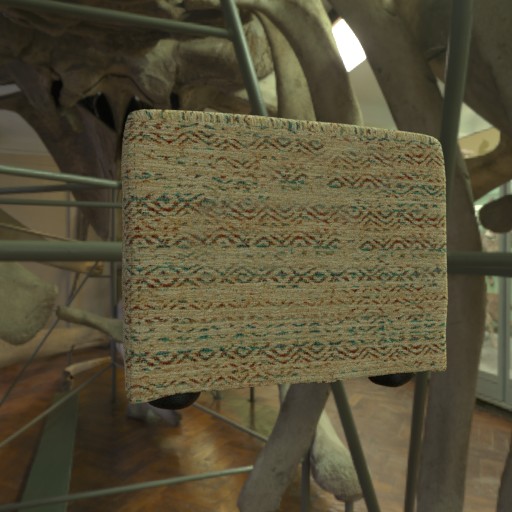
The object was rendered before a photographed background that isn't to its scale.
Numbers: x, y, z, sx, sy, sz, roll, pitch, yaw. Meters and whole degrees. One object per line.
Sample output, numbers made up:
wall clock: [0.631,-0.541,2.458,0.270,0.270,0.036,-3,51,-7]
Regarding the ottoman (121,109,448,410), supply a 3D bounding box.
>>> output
ottoman: [0.000,0.000,0.894,0.521,0.453,0.512,0,0,-17]
